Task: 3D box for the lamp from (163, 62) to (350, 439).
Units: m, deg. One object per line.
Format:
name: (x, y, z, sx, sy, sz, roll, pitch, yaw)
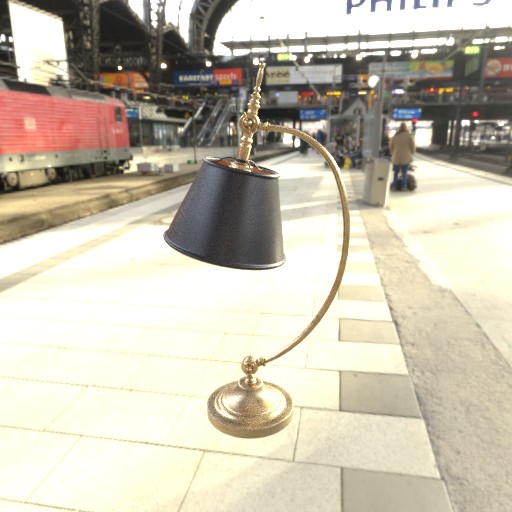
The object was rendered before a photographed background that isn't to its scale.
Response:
lamp: (0.000, 0.000, 0.834, 0.344, 0.675, 0.235, 2, 15, 8)
